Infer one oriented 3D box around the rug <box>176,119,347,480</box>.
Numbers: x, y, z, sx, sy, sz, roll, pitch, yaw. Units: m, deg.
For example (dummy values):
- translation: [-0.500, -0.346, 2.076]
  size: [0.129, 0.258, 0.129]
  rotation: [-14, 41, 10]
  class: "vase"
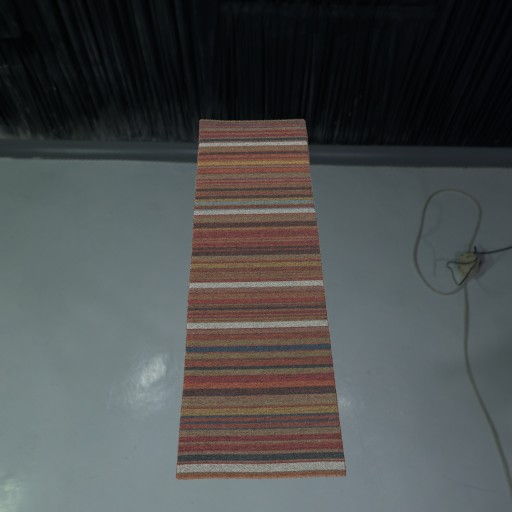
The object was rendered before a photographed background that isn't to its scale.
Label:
- translation: [0.000, 0.000, 2.708]
  size: [0.799, 0.030, 2.444]
  rotation: [-1, 58, -1]
  class: "rug"
